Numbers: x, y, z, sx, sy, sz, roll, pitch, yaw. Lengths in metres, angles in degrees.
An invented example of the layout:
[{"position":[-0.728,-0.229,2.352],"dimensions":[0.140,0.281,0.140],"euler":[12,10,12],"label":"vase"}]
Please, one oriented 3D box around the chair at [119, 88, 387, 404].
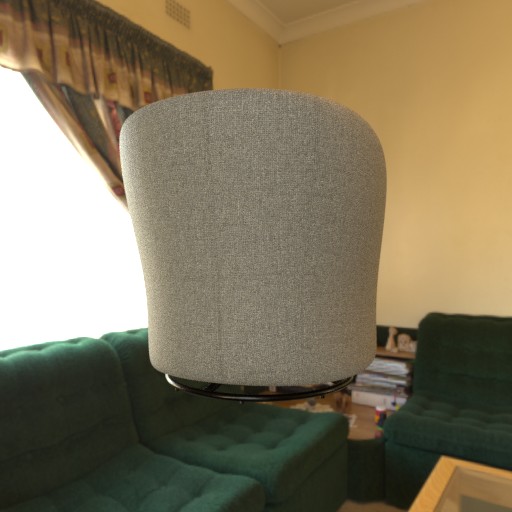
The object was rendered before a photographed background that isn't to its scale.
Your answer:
[{"position":[0.000,0.000,1.398],"dimensions":[0.791,0.771,0.815],"euler":[0,-1,17],"label":"chair"}]
